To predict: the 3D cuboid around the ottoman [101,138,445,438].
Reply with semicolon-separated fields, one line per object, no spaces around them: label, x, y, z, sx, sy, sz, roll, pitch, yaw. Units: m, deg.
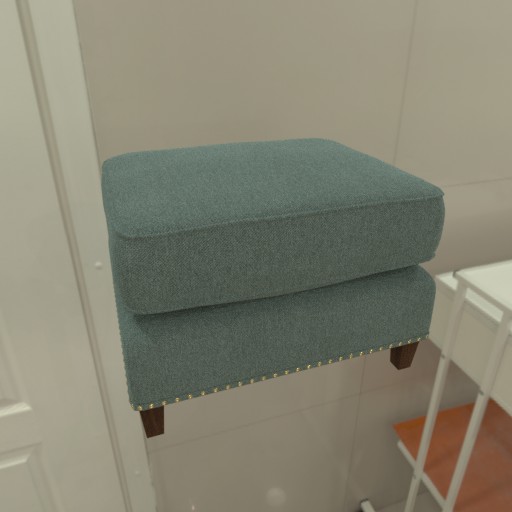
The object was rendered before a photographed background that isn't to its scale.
ottoman;0.000;0.000;1.168;0.738;0.537;0.589;-9;28;-17
